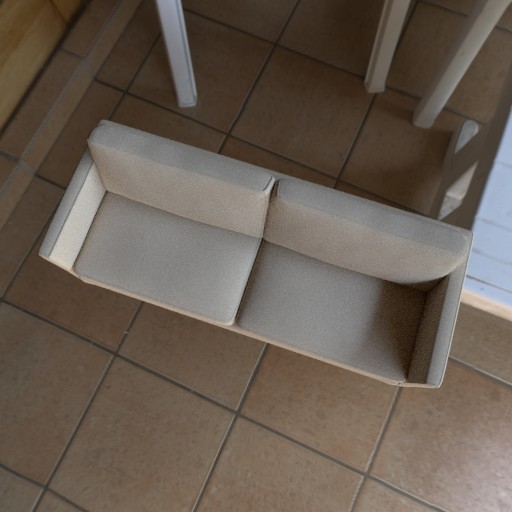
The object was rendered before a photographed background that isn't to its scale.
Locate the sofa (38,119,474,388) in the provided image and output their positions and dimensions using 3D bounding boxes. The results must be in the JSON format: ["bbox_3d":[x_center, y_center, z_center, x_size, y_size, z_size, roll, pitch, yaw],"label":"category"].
[{"bbox_3d":[0.000,0.000,2.787,2.361,0.968,0.951,18,76,5],"label":"sofa"}]
